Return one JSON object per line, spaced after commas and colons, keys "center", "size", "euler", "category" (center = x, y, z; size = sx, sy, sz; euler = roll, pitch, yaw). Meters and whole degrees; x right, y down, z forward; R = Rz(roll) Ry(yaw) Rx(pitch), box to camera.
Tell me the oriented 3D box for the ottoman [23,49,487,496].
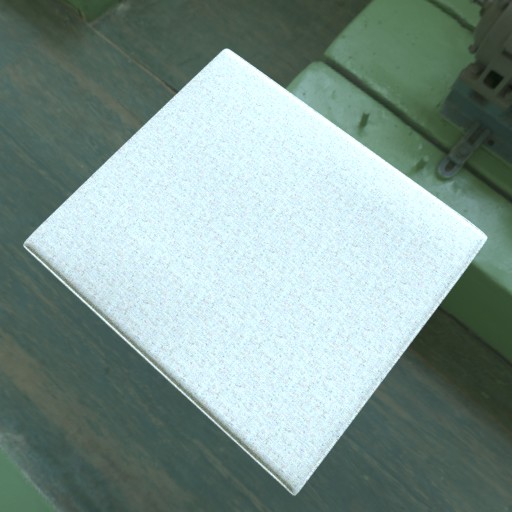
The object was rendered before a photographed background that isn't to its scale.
{"center": [0.000, 0.000, 1.181], "size": [0.835, 0.303, 0.736], "euler": [39, 78, 10], "category": "ottoman"}
